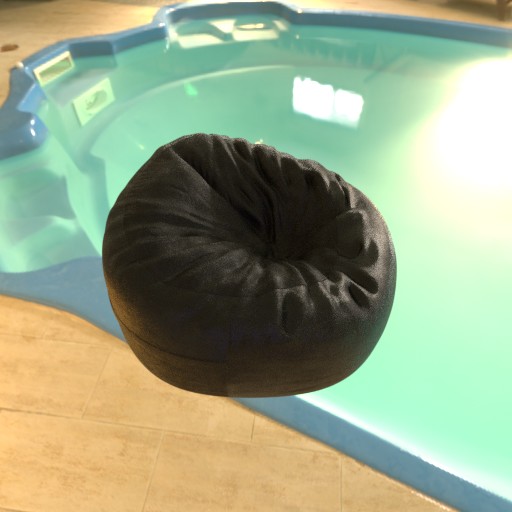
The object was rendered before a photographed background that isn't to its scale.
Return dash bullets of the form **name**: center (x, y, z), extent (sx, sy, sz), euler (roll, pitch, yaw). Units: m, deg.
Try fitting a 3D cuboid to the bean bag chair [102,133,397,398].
- **bean bag chair**: center (0.000, 0.000, 2.448), extent (1.524, 0.878, 1.524), euler (10, 46, 10)
